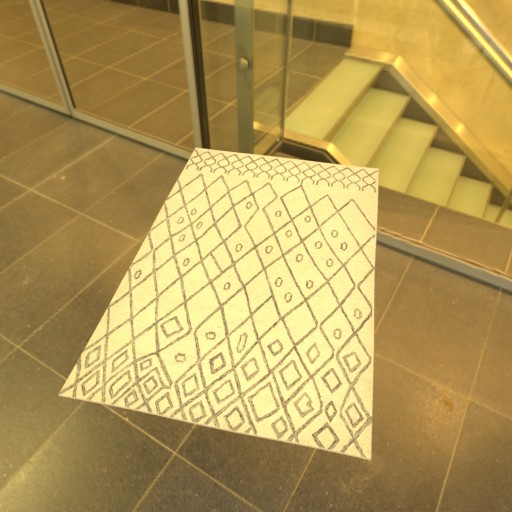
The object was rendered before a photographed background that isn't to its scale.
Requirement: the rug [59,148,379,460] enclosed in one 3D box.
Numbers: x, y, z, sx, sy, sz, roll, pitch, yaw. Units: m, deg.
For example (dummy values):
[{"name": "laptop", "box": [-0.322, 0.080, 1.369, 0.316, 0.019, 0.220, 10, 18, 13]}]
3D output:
[{"name": "rug", "box": [0.000, 0.000, 2.292, 1.222, 0.015, 1.828, 9, 46, 8]}]
